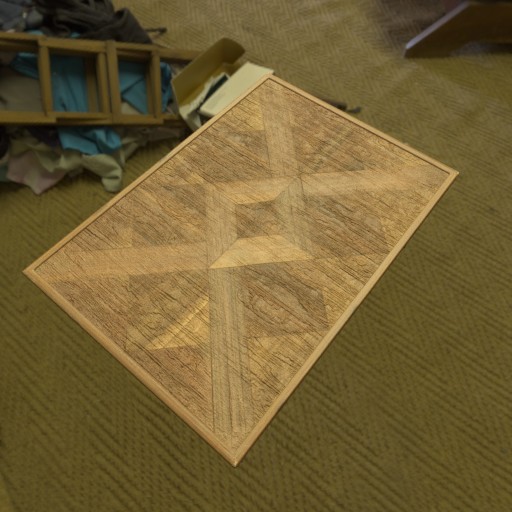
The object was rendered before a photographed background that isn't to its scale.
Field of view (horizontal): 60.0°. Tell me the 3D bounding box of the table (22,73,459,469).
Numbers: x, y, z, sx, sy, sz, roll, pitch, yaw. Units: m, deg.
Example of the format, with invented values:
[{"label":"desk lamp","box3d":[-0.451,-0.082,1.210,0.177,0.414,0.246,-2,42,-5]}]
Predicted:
[{"label":"table","box3d":[0.000,0.000,1.694,0.877,0.492,1.238,35,65,19]}]
